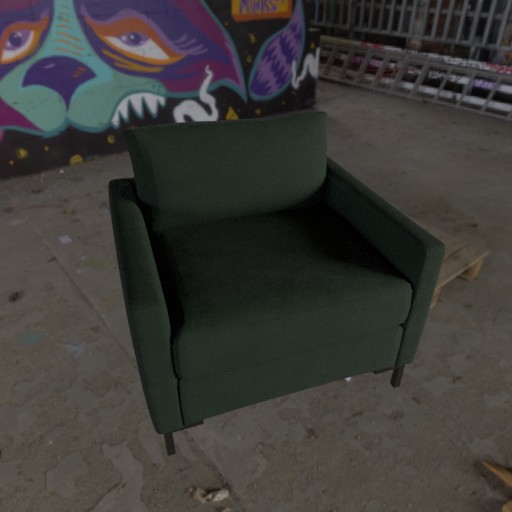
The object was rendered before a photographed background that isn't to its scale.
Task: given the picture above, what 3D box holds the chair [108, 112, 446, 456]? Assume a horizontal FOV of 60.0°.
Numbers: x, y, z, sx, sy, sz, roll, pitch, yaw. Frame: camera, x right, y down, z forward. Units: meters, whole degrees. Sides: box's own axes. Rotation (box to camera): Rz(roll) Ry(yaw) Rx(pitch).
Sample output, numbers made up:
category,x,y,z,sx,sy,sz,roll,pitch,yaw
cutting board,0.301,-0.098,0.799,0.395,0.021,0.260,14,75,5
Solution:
category,x,y,z,sx,sy,sz,roll,pitch,yaw
chair,0.000,0.000,1.628,0.963,0.861,0.866,-11,35,-16
